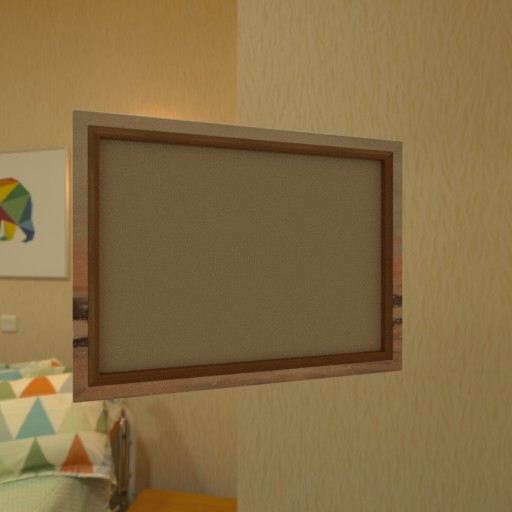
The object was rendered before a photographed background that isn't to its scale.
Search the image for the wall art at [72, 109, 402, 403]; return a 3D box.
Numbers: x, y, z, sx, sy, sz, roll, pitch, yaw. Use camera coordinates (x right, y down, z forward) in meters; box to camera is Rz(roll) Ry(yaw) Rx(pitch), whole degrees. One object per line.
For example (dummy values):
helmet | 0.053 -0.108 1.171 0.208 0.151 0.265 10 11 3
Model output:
wall art | 0.000 0.000 1.326 1.015 0.763 0.038 0 0 -19
